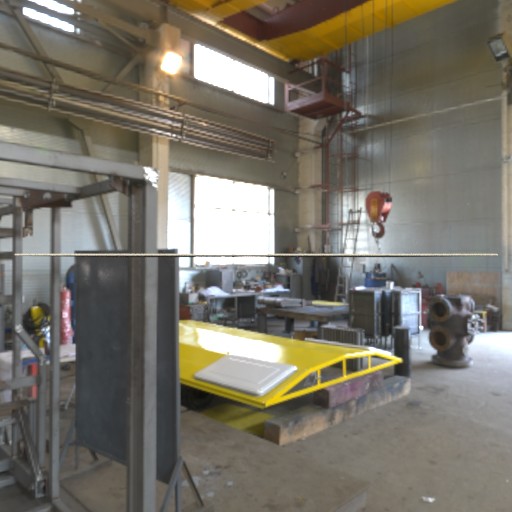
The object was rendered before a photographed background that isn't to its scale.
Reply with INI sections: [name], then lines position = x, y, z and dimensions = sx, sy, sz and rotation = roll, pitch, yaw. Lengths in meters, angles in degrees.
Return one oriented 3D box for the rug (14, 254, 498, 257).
[rug]
position = 0.000, 0.000, 2.282
dimensions = 1.828, 0.007, 1.220
rotation = 0, 0, 0
